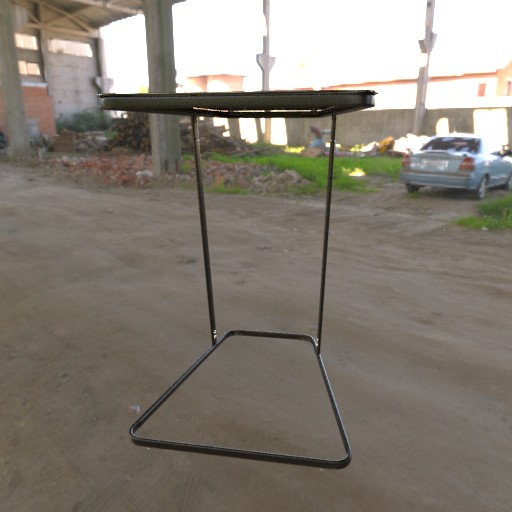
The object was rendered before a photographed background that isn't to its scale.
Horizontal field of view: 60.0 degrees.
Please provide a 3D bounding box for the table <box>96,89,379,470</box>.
[{"bbox_3d":[0.000,0.000,0.952,0.427,0.624,0.500,3,16,9],"label":"table"}]
